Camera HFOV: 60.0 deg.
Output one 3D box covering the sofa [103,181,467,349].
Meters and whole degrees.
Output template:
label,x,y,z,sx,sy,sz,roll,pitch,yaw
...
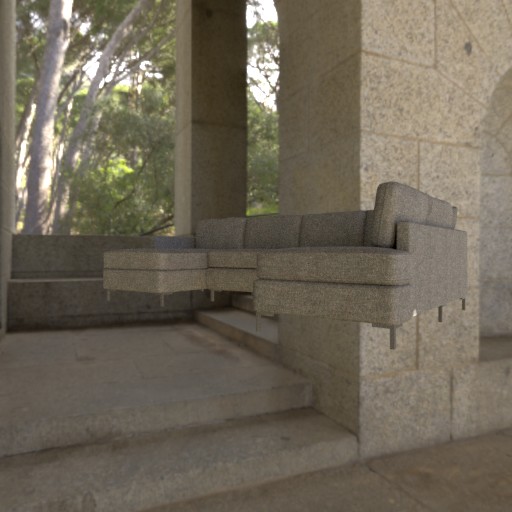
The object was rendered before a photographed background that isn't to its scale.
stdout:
label,x,y,z,sx,sy,sz,roll,pitch,yaw
sofa,0.000,0.000,4.257,3.423,0.999,2.048,0,1,36
